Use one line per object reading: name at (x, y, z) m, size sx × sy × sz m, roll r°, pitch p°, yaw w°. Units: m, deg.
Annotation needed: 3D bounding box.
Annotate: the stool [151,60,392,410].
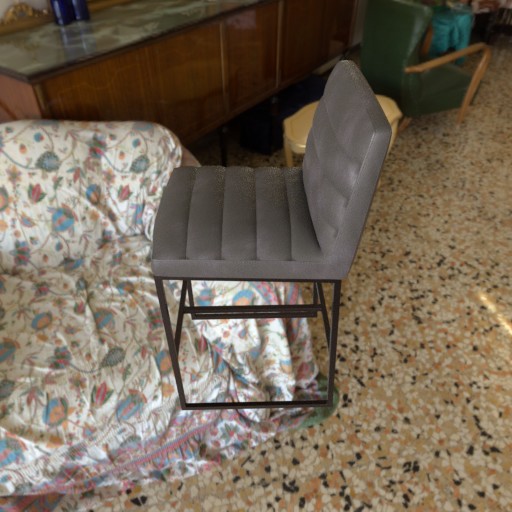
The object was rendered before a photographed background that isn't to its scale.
stool at (0.000, 0.000, 1.393) m, size 0.562 × 1.065 × 0.463 m, roll -1°, pitch 41°, yaw -1°
